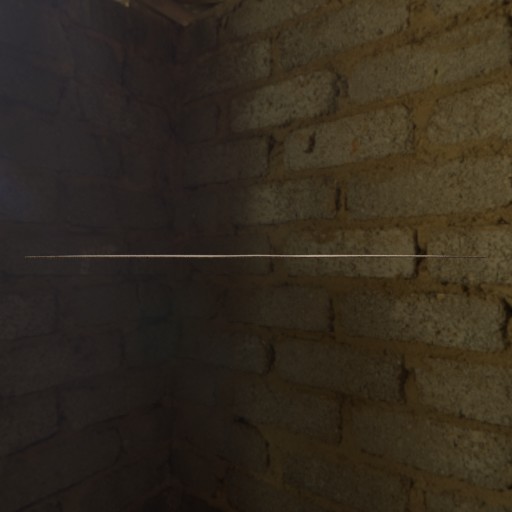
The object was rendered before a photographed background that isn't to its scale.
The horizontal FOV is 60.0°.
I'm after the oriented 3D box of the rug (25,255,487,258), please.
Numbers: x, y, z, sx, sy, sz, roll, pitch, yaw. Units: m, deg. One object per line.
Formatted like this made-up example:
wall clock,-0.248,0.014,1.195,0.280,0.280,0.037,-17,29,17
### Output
rug,0.000,0.000,2.224,1.745,0.010,1.146,0,0,0
